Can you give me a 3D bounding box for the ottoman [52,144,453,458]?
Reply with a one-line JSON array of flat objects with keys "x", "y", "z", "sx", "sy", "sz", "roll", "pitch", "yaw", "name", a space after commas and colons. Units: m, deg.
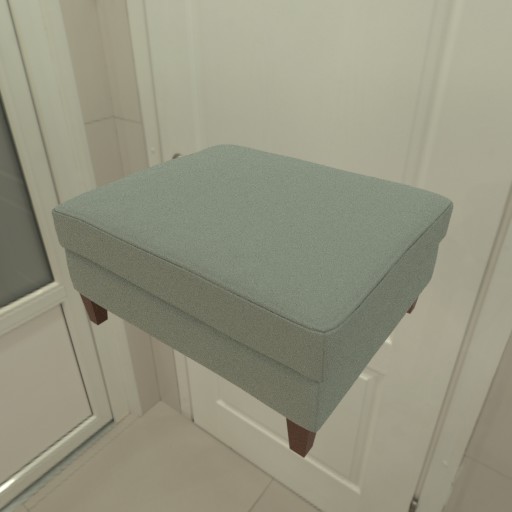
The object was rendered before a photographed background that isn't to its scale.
[{"x": 0.000, "y": 0.000, "z": 1.484, "sx": 0.991, "sy": 0.494, "sz": 0.842, "roll": 21, "pitch": 37, "yaw": 31, "name": "ottoman"}]
